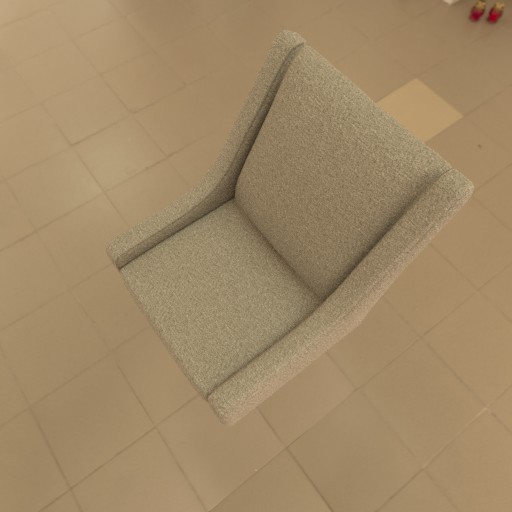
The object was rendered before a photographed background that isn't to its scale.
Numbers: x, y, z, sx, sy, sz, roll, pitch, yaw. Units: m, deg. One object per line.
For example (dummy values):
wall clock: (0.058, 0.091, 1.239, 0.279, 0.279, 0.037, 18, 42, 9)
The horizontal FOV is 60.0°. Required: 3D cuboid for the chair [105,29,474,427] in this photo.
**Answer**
chair: (0.000, 0.000, 1.579, 0.870, 1.016, 0.774, -34, 69, -15)
